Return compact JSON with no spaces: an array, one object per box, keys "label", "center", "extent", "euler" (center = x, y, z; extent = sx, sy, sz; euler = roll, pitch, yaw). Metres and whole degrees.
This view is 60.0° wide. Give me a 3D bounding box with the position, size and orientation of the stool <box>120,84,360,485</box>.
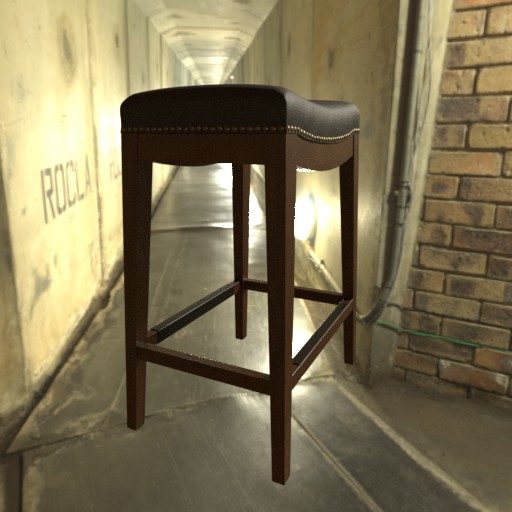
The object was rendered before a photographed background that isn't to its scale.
[{"label":"stool","center":[0.000,0.000,0.966],"extent":[0.353,0.664,0.490],"euler":[8,17,25]}]
